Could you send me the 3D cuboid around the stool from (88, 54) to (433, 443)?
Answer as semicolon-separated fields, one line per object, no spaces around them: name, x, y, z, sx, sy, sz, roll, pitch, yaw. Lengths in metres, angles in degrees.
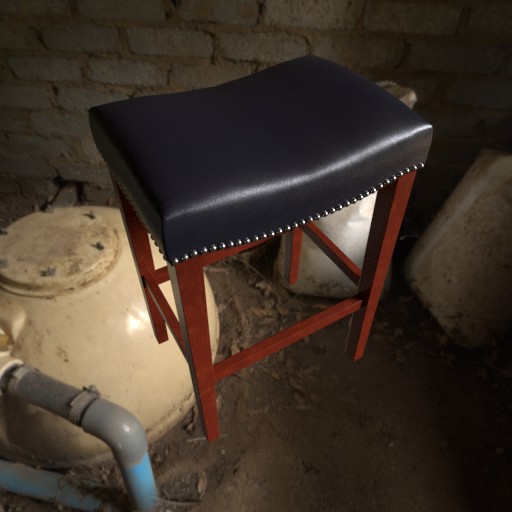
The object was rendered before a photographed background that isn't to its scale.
stool;0.000;0.000;1.013;0.504;0.742;0.372;-22;49;-21
